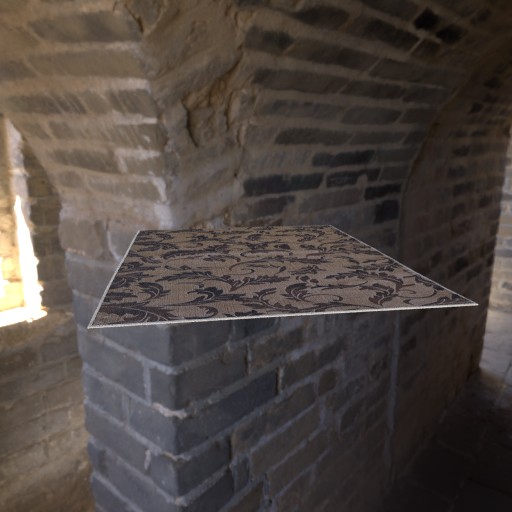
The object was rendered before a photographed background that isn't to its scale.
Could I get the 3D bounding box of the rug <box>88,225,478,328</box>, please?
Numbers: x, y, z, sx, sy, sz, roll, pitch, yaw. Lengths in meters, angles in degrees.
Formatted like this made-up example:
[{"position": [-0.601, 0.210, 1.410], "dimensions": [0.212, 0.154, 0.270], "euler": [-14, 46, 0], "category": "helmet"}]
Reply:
[{"position": [0.000, 0.000, 4.041], "dimensions": [2.380, 0.008, 2.977], "euler": [-2, 14, -9], "category": "rug"}]
